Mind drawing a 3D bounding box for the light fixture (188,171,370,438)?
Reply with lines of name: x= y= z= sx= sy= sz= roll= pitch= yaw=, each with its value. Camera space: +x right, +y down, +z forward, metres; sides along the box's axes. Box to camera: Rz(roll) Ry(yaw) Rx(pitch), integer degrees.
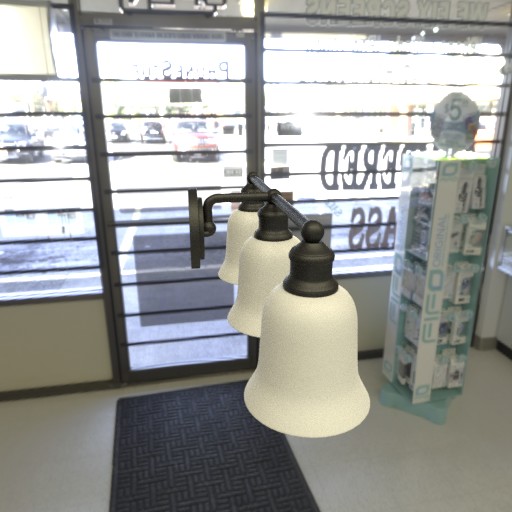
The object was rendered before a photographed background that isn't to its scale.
light fixture: x=0.000 y=0.000 z=0.681 sx=0.198 sy=0.211 sz=0.570 roll=-3 pitch=18 yaw=-8
